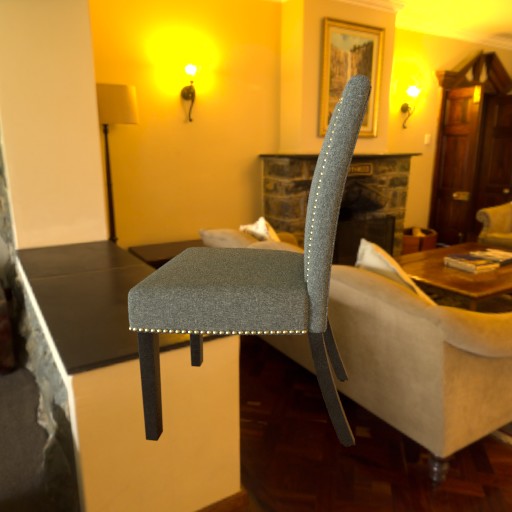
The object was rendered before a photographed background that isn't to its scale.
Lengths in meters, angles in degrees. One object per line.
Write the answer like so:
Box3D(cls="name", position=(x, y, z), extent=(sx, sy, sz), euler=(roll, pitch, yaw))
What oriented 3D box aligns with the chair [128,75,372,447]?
Box3D(cls="chair", position=(0.000, 0.000, 1.291), extent=(0.589, 0.946, 0.518), euler=(2, 14, 8))
